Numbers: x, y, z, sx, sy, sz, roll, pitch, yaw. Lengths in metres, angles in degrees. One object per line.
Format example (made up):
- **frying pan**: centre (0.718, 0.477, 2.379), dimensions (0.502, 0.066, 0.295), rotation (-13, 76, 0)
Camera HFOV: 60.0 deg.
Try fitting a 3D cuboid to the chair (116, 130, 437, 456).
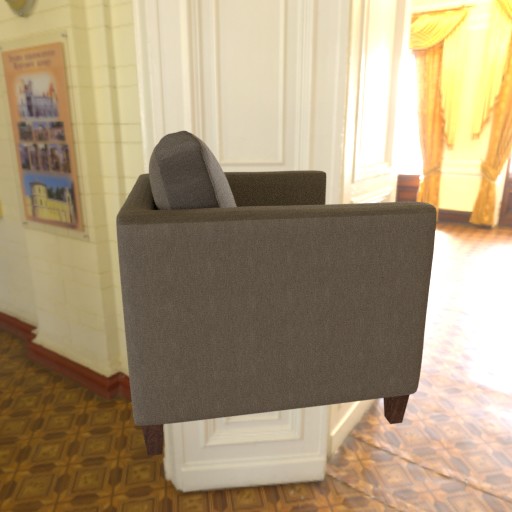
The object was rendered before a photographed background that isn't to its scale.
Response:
- **chair**: centre (0.000, 0.000, 1.787), dimensions (0.959, 0.963, 1.107), rotation (-3, 17, -10)
